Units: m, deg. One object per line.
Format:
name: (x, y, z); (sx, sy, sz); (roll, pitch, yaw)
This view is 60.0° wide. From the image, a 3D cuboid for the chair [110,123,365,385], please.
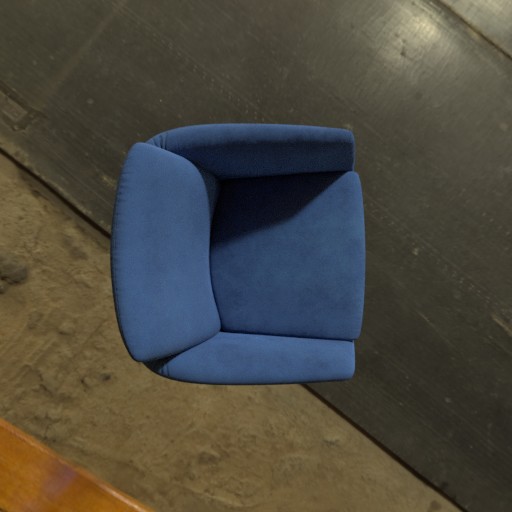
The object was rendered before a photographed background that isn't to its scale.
chair: (0.000, 0.000, 1.331); (0.635, 0.908, 0.641); (0, 89, 0)
